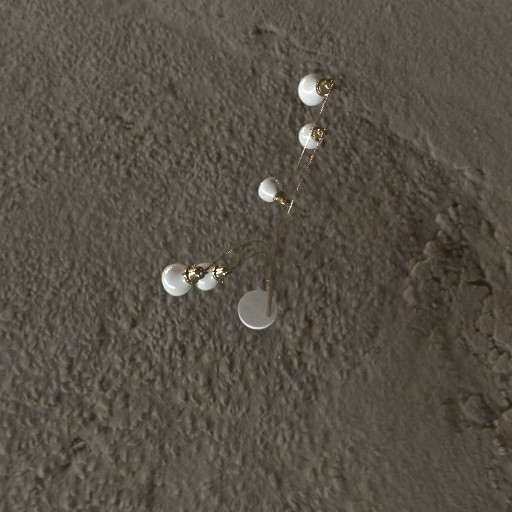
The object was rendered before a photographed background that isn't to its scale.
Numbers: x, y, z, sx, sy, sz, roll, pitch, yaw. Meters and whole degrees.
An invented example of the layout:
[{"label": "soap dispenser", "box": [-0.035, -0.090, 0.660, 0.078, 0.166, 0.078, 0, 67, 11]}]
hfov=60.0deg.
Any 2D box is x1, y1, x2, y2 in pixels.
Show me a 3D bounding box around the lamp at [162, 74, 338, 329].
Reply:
[{"label": "lamp", "box": [0.000, 0.000, 3.008, 0.361, 2.423, 1.405, 33, 69, 15]}]
